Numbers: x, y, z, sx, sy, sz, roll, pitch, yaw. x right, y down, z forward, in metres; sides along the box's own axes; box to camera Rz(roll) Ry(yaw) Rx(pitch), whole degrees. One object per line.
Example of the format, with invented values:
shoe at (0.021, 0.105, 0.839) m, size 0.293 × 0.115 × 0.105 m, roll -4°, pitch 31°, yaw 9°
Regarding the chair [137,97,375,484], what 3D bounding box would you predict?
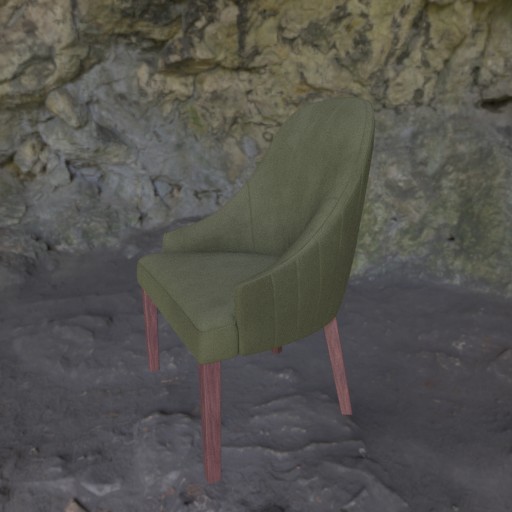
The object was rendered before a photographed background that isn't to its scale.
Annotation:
chair at (0.000, 0.000, 1.289) m, size 0.575 × 0.889 × 0.643 m, roll -7°, pitch 16°, yaw -25°
